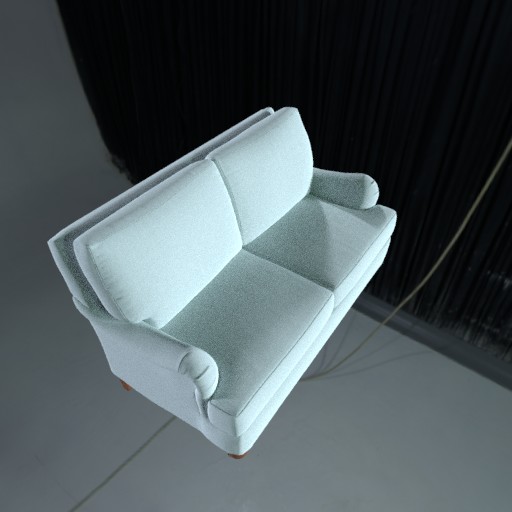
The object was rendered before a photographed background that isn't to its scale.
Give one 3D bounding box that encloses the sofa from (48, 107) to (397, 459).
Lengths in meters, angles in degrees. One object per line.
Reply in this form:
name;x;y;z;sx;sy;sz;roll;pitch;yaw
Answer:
sofa;0.000;0.000;2.586;1.084;1.101;1.853;24;47;25
